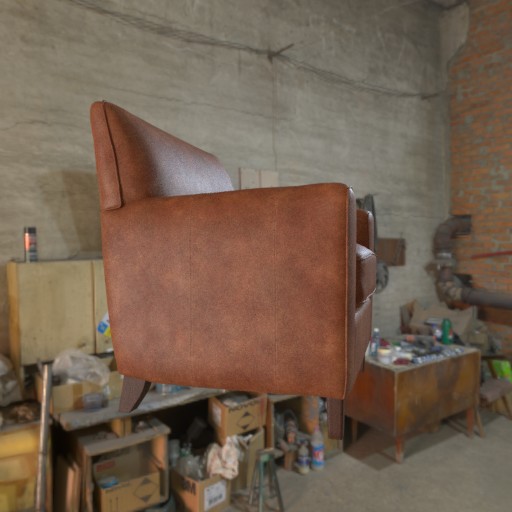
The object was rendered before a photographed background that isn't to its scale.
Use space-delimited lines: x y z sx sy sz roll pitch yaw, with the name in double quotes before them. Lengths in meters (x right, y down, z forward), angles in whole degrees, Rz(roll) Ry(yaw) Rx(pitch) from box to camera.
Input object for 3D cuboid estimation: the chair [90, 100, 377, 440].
"chair" 0.000 0.000 1.596 0.823 0.943 0.870 0 1 18
